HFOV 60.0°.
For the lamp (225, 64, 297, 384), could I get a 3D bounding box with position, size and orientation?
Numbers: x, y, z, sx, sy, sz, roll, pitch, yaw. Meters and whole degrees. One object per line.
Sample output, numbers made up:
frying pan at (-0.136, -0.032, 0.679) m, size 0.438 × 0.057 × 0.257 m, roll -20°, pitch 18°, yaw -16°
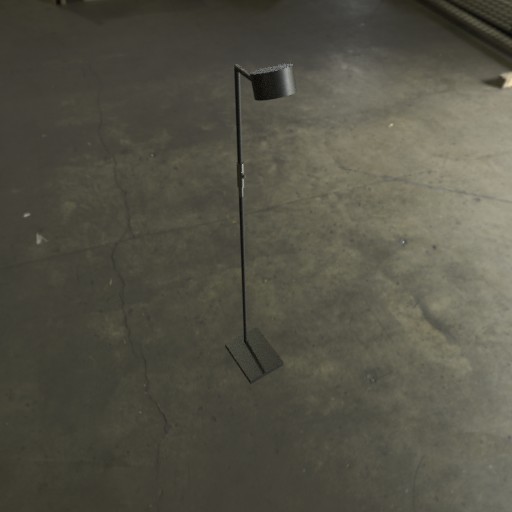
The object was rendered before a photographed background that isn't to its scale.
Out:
lamp at (0.000, 0.000, 1.771) m, size 0.203 × 1.600 × 0.304 m, roll -25°, pitch 51°, yaw -22°
